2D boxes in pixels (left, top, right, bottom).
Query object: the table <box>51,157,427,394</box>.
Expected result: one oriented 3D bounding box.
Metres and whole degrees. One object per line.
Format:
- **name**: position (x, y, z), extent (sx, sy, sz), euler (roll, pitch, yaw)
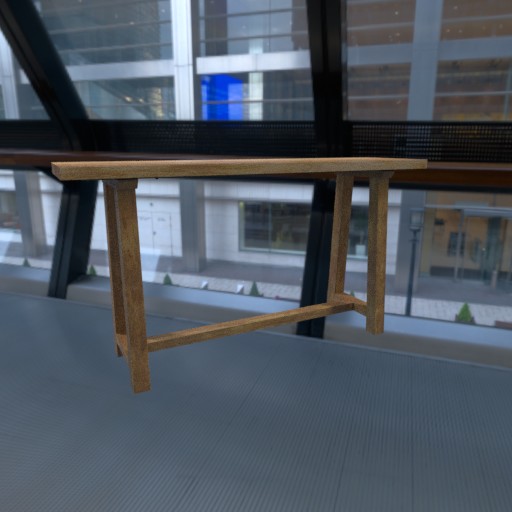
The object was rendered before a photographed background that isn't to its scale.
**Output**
- **table**: position (0.000, 0.000, 1.928), extent (1.524, 0.810, 0.405), euler (-7, 16, -26)
